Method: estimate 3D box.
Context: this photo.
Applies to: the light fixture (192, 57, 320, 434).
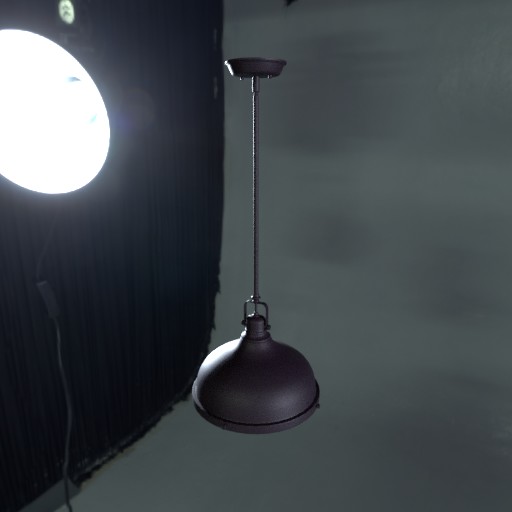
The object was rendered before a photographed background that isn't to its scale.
[{"bbox_3d":[0.000,0.000,1.049,0.341,0.849,0.341,7,17,25],"label":"light fixture"}]
